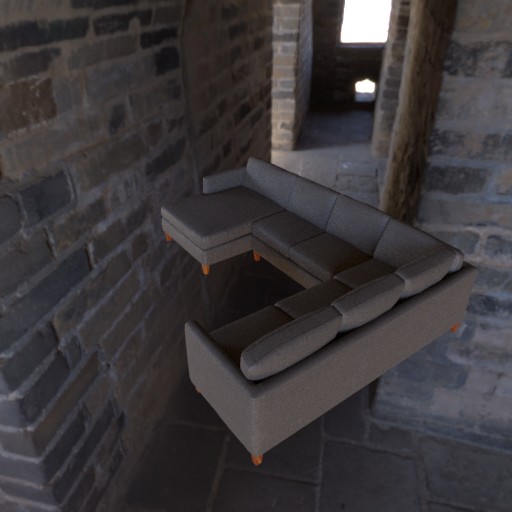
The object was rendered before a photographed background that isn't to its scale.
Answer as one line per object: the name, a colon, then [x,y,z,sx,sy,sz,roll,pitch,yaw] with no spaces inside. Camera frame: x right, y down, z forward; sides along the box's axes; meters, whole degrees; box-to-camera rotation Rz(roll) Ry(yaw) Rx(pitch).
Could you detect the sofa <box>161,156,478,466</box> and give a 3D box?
sofa: [0.000,0.000,4.714,2.594,0.961,3.460,-21,37,-30]
